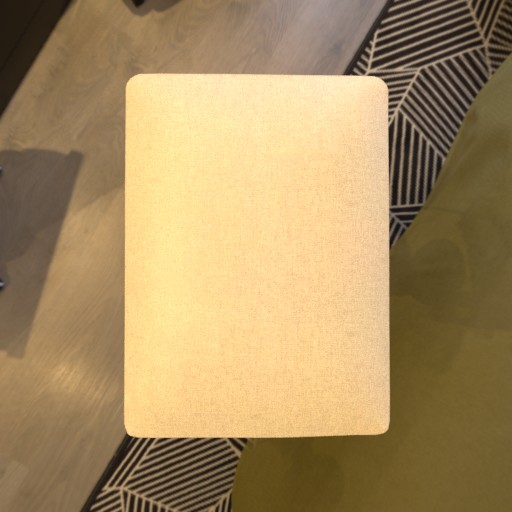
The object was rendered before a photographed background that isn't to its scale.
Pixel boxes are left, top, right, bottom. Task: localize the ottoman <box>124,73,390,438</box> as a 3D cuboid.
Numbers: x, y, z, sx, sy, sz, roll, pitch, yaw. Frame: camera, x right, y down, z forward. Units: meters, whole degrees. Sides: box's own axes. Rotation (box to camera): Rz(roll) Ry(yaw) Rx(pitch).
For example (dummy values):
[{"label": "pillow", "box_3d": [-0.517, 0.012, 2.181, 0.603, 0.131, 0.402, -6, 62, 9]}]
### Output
[{"label": "ottoman", "box_3d": [0.000, 0.000, 1.216, 0.619, 0.504, 0.843, 0, 89, -1]}]
